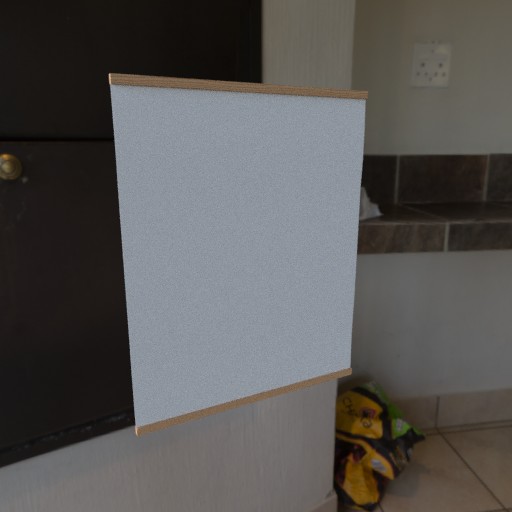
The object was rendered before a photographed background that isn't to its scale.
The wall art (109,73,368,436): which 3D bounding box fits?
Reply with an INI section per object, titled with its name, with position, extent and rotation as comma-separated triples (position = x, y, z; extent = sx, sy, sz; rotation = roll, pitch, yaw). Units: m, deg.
[wall art]
position = 0.000, 0.000, 0.695
extent = 0.404, 0.507, 0.010
rotation = -7, 16, -26
